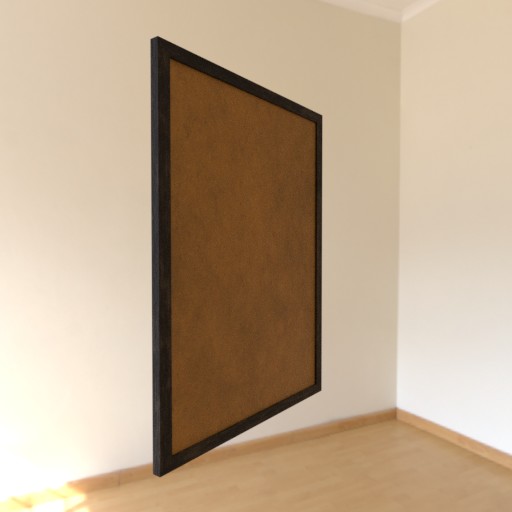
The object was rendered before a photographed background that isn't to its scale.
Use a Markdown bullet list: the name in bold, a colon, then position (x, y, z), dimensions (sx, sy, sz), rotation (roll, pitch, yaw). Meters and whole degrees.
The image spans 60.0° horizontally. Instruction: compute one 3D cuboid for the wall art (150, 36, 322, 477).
- **wall art**: position (0.000, 0.000, 1.402), dimensions (0.029, 1.066, 0.812), rotation (1, 2, 37)
